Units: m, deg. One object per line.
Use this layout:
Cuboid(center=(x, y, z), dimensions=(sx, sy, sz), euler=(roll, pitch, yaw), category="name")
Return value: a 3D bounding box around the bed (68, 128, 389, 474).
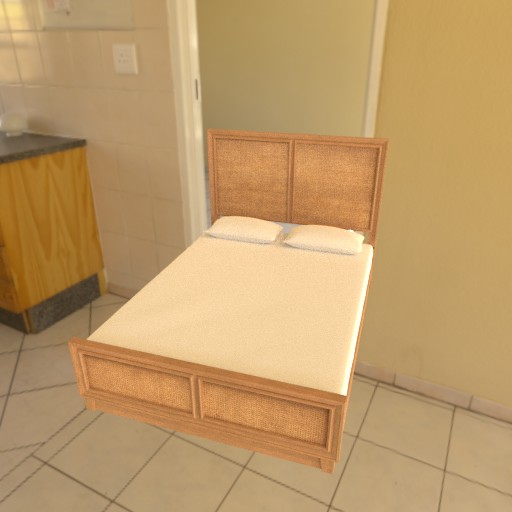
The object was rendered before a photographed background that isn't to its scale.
Cuboid(center=(0.000, 0.000, 3.228), dimensions=(1.606, 1.387, 2.184), euler=(8, 26, 16), category="bed")
